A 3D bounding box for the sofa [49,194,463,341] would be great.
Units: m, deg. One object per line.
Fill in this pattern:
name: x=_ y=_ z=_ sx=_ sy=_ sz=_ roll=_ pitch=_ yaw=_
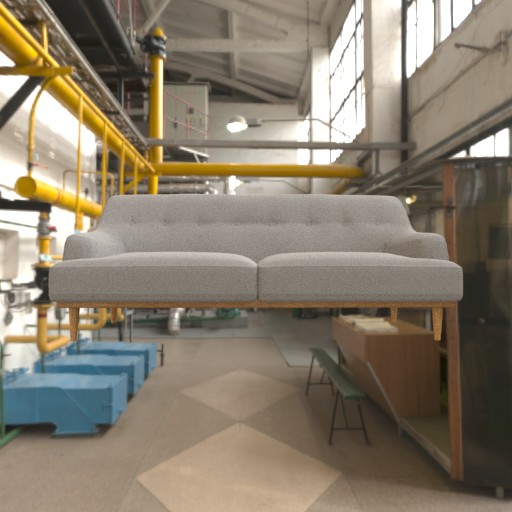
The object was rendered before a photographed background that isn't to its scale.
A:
sofa: x=0.000 y=0.000 z=2.638 sx=2.057 sy=0.871 sz=0.978 roll=0 pitch=-1 yaw=-1
